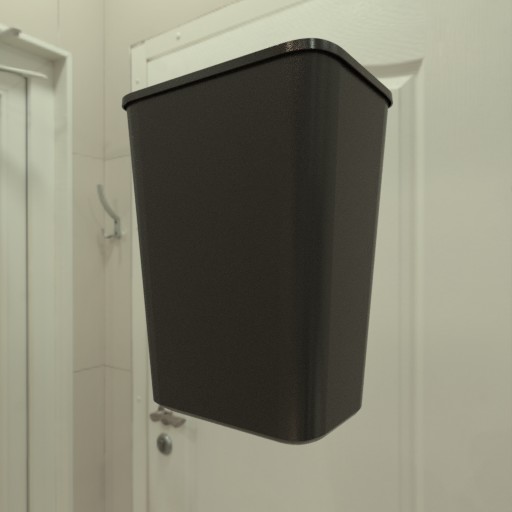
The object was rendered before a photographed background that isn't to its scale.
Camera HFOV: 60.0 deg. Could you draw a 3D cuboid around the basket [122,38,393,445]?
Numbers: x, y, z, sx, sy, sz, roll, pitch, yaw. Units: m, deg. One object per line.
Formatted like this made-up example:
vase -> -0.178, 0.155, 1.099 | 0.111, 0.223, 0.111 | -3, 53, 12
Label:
basket -> 0.000, 0.000, 0.739 | 0.394, 0.521, 0.287 | 0, 0, 36
